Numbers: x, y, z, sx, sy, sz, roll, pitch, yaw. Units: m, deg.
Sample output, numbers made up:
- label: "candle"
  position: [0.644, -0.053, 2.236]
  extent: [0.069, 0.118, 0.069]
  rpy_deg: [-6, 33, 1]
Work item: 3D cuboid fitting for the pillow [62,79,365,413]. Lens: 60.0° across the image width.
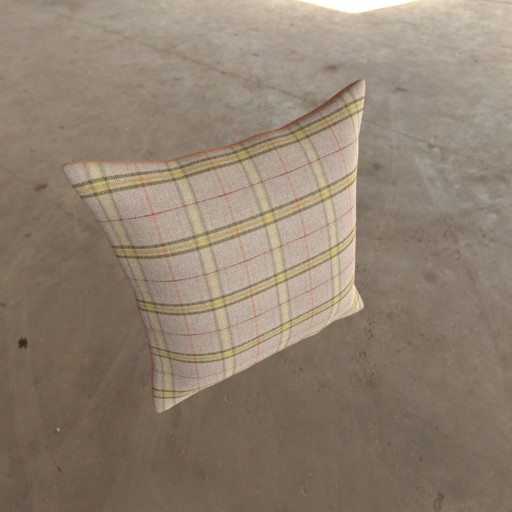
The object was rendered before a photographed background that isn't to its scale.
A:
- label: "pillow"
  position: [0.000, 0.000, 0.706]
  extent: [0.453, 0.430, 0.200]
  rpy_deg: [-23, 49, -21]
